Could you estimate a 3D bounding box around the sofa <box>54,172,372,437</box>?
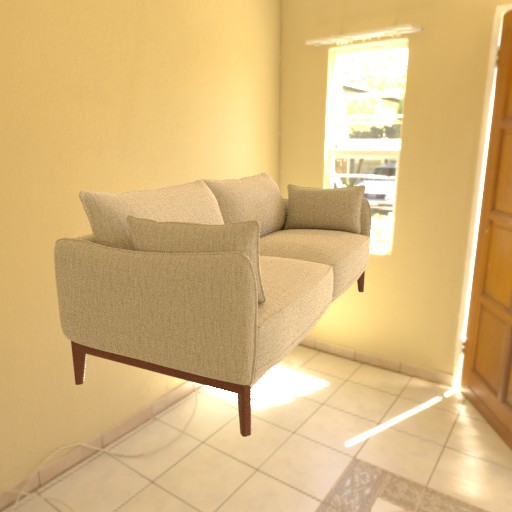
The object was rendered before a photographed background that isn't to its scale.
[{"bbox_3d":[0.000,0.000,2.533,0.991,0.860,1.989,7,15,25],"label":"sofa"}]
